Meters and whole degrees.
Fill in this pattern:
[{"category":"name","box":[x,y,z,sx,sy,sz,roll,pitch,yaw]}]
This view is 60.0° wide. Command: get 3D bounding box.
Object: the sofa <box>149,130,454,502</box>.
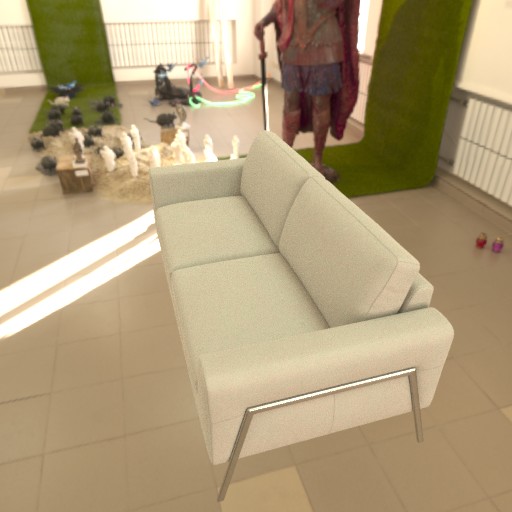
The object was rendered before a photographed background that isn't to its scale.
[{"category":"sofa","box":[0.000,0.000,2.414,0.953,0.875,2.017,-9,33,-14]}]
